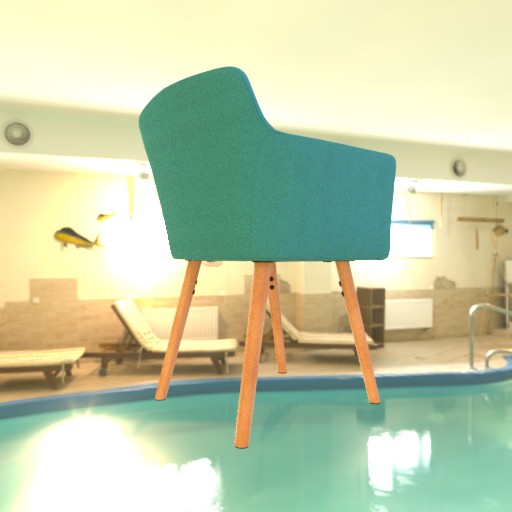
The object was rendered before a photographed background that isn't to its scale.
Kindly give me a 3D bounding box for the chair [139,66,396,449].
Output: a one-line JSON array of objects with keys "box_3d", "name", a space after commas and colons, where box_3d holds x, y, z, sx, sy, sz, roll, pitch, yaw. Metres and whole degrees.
[{"box_3d": [0.000, 0.000, 1.175, 0.540, 0.780, 0.570, 0, 0, -38], "name": "chair"}]
